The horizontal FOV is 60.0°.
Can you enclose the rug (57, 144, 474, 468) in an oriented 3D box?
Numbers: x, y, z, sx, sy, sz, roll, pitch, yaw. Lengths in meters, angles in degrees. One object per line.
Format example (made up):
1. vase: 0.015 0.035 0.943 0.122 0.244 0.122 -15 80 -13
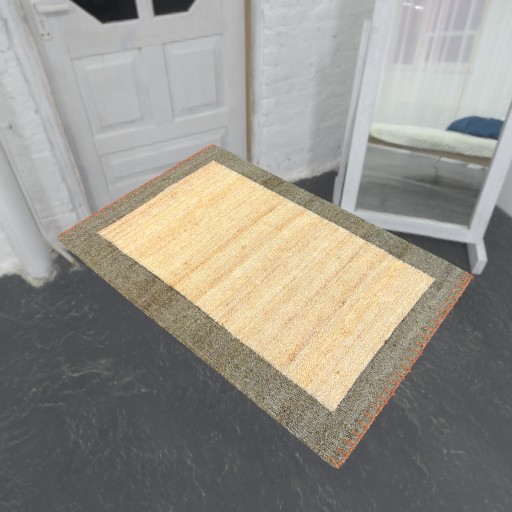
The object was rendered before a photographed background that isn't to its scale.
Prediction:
1. rug: 0.000 0.000 2.295 1.838 0.019 1.220 32 54 27
